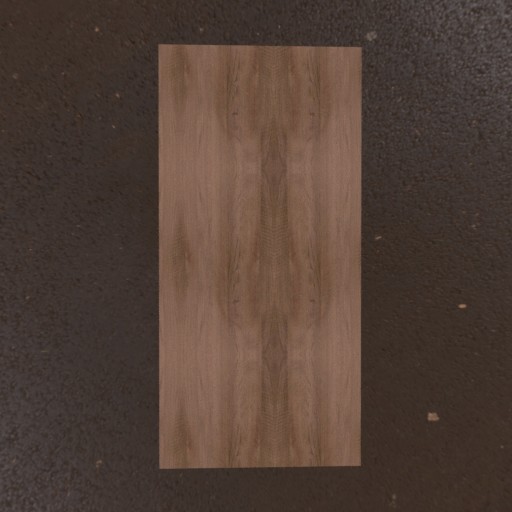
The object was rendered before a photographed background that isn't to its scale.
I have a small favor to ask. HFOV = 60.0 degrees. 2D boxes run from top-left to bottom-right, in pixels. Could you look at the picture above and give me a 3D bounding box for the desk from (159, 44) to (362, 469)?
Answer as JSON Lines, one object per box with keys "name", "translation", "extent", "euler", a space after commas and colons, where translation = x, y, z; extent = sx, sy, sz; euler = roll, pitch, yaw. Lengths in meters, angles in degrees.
{"name": "desk", "translation": [0.000, 0.000, 1.390], "extent": [0.491, 0.723, 0.979], "euler": [0, 91, -2]}
